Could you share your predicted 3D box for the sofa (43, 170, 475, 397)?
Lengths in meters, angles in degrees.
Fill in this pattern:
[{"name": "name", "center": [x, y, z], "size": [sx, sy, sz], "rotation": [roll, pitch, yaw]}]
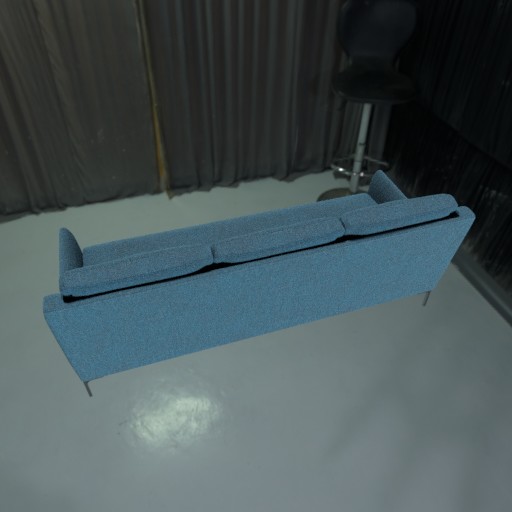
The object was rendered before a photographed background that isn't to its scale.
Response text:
[{"name": "sofa", "center": [0.000, 0.000, 2.479], "size": [2.060, 0.837, 0.849], "rotation": [-12, 43, -14]}]
